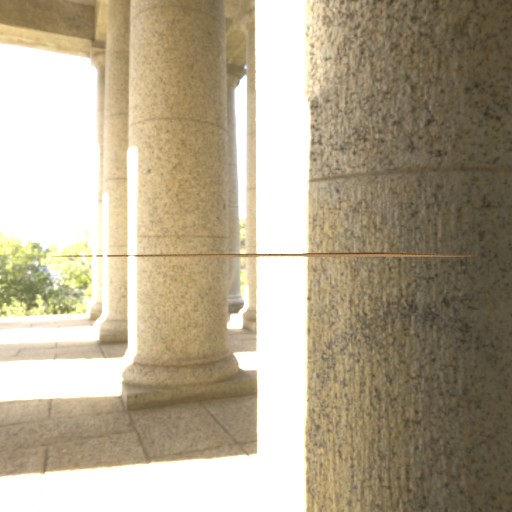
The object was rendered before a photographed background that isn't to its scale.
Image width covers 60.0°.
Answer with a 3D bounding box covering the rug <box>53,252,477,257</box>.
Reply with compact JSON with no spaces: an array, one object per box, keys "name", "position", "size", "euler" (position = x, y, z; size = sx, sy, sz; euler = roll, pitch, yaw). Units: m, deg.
[{"name":"rug","position":[0.000,0.000,2.901],"size":[2.336,0.007,1.525],"euler":[0,-1,38]}]
